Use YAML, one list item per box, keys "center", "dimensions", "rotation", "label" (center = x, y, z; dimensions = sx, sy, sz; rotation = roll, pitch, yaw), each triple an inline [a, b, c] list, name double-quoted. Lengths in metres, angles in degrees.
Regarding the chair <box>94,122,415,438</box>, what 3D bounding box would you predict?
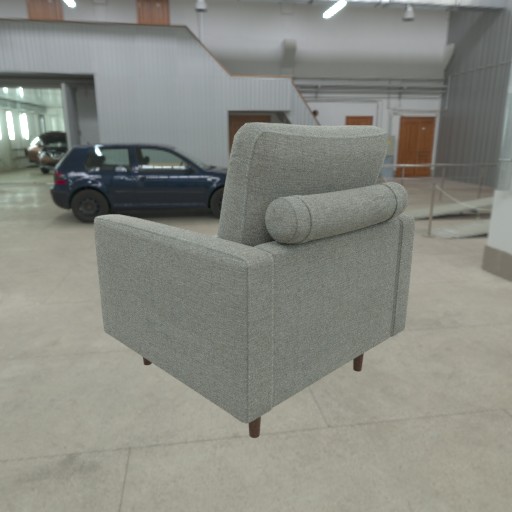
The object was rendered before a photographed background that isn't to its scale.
- center: [0.000, 0.000, 1.560]
  dimensions: [0.821, 0.880, 0.843]
  rotation: [-14, 21, -42]
  label: "chair"
